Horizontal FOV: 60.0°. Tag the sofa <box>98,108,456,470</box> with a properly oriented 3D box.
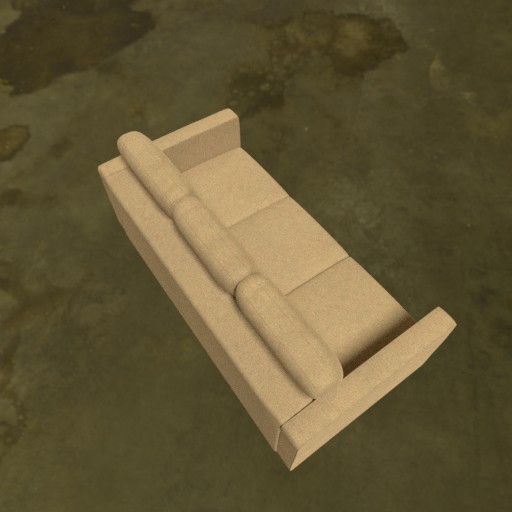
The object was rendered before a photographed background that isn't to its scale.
[{"bbox_3d":[0.000,0.000,2.407,0.930,0.800,1.855,-30,61,-19],"label":"sofa"}]
